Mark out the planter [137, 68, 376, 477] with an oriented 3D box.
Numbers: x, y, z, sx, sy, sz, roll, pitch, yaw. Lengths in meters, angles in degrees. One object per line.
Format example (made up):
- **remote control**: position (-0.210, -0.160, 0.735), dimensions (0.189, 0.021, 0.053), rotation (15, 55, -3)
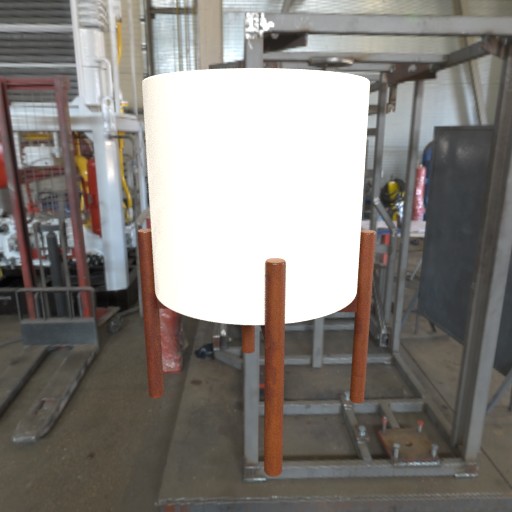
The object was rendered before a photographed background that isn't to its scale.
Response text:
- **planter**: position (0.000, 0.000, 0.923), dimensions (0.417, 0.670, 0.417), rotation (14, 20, 41)
